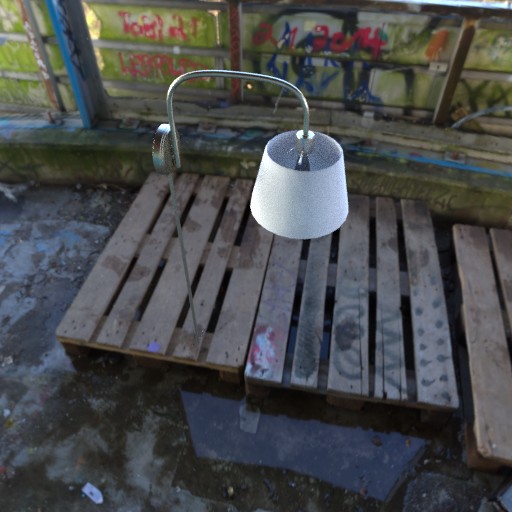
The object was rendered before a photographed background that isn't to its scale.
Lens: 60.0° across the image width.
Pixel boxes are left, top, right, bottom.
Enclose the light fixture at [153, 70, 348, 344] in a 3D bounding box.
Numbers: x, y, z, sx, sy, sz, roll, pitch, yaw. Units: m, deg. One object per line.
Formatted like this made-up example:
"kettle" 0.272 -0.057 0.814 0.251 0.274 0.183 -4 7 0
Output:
"light fixture" 0.000 0.000 0.482 0.176 0.399 0.092 9 46 9
